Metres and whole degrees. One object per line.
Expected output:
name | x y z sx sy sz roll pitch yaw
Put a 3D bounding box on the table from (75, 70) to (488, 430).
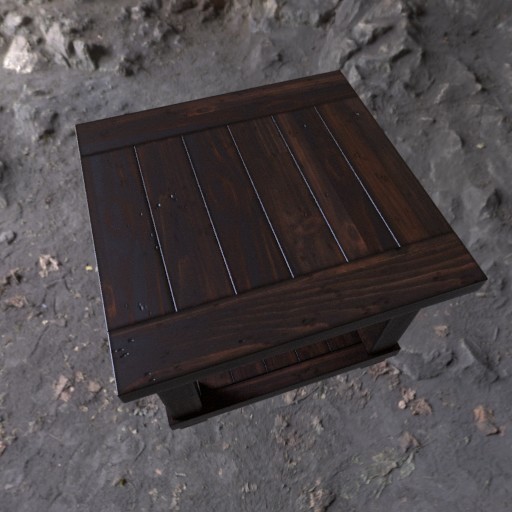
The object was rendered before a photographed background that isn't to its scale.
table | 0.000 0.000 1.009 0.606 0.437 0.593 -15 58 -10
